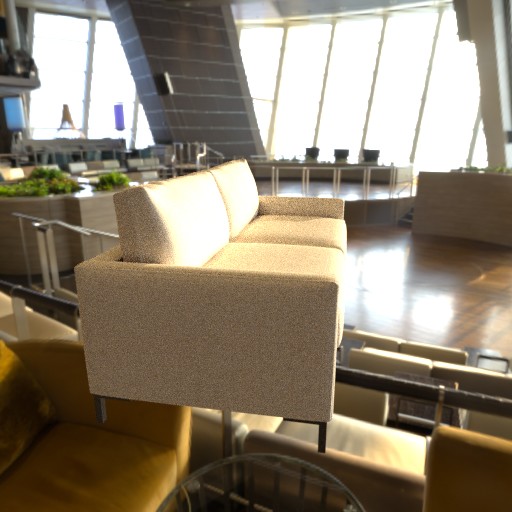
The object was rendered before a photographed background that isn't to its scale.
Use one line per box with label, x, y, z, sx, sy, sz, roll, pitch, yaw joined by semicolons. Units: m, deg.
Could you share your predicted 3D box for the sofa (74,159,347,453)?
sofa;0.000;0.000;2.094;0.839;0.812;1.651;3;16;11
